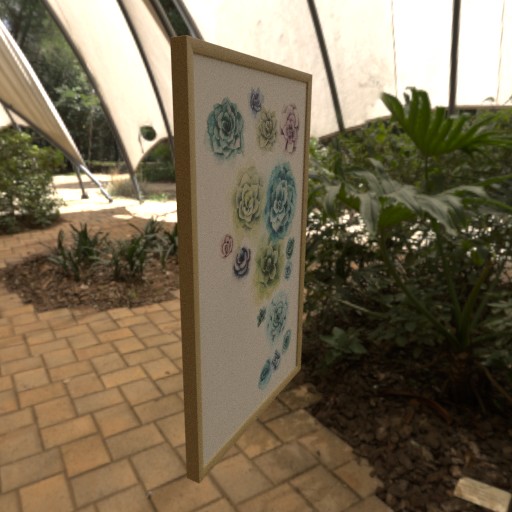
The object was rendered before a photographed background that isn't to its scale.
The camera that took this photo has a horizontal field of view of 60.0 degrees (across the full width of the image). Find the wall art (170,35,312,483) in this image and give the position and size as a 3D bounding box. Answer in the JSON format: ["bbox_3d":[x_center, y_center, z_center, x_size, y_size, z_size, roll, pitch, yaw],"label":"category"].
[{"bbox_3d":[0.000,0.000,0.992,0.039,0.810,0.510,8,17,28],"label":"wall art"}]
